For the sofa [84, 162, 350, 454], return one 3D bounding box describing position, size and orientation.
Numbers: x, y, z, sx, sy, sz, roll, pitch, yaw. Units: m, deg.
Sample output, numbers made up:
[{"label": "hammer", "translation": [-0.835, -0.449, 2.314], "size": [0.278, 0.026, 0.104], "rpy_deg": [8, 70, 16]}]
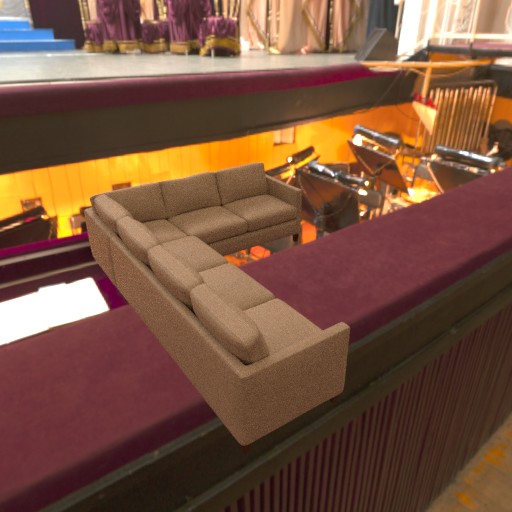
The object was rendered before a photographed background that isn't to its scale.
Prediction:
[{"label": "sofa", "translation": [0.000, 0.000, 4.548], "size": [2.522, 0.934, 3.333], "rpy_deg": [-18, 33, -30]}]
